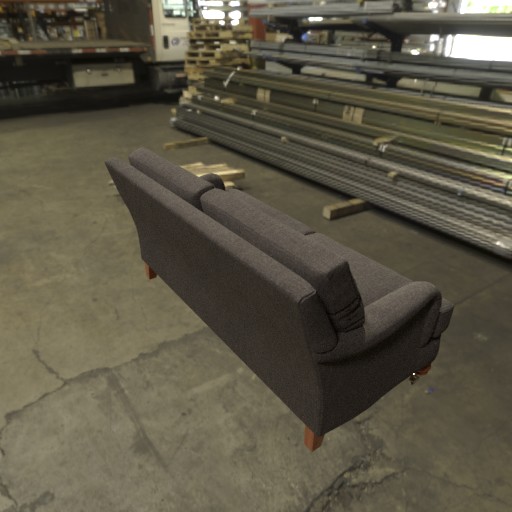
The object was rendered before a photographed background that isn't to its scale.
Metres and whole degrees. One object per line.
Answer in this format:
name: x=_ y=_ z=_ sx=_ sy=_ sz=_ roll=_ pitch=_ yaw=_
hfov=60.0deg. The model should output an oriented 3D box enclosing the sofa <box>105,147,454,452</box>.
sofa: x=0.000 y=0.000 z=2.784 sx=1.087 sy=1.054 sz=2.160 roll=-19 pitch=34 yaw=-30
